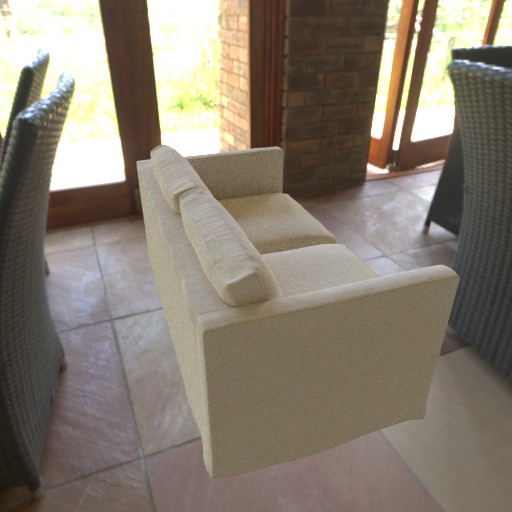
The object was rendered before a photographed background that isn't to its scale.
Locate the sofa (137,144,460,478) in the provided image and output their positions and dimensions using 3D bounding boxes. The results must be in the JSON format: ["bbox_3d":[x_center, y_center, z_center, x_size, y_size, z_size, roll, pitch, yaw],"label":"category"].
[{"bbox_3d":[0.000,0.000,2.262,0.962,0.834,1.746,-10,31,-17],"label":"sofa"}]
